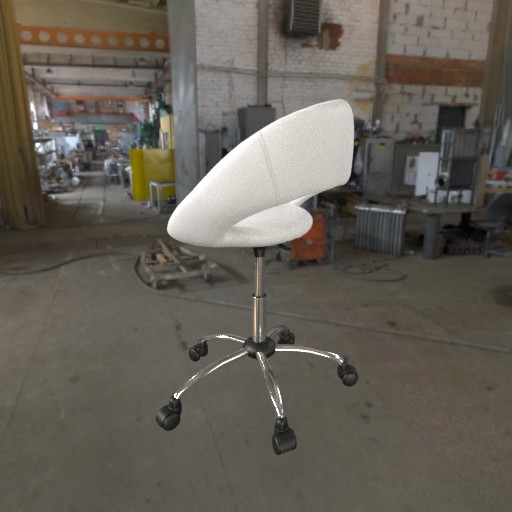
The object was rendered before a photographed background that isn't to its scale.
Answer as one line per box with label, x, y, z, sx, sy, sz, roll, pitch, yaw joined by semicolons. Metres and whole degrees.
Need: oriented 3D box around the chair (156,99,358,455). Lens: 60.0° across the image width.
chair;0.000;0.000;1.208;0.538;0.791;0.612;8;17;26
